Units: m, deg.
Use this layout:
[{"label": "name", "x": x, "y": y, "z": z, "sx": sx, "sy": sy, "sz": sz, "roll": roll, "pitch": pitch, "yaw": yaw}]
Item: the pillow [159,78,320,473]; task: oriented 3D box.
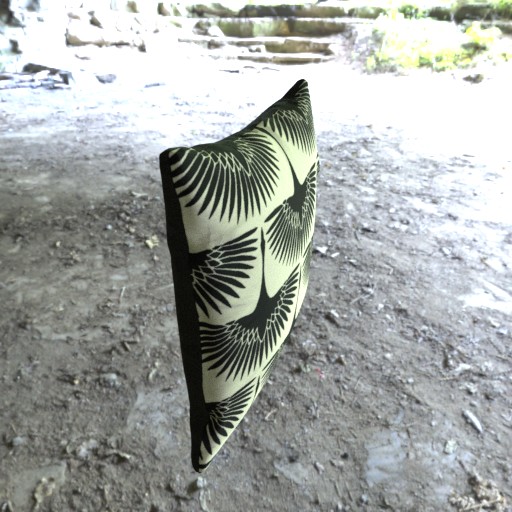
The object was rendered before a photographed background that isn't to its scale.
[{"label": "pillow", "x": 0.000, "y": 0.000, "z": 0.651, "sx": 0.139, "sy": 0.432, "sz": 0.432, "roll": 11, "pitch": 32, "yaw": 18}]
